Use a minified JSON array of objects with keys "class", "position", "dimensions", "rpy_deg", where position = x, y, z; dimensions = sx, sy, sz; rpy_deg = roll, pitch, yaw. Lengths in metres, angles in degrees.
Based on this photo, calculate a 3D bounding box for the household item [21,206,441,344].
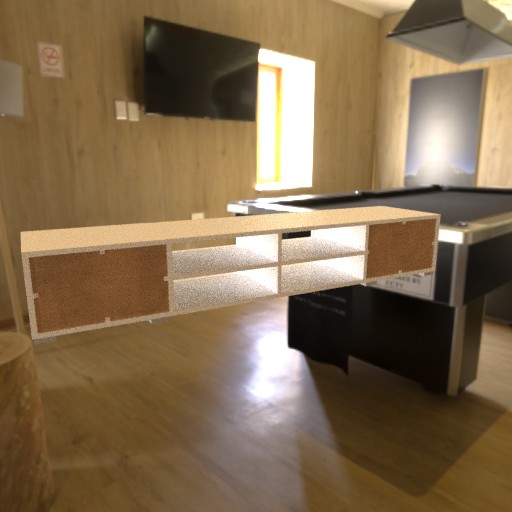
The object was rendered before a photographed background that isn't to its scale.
[{"class":"household item","position":[0.000,0.000,1.999],"dimensions":[1.850,0.310,0.420],"rpy_deg":[-7,15,-27]}]
